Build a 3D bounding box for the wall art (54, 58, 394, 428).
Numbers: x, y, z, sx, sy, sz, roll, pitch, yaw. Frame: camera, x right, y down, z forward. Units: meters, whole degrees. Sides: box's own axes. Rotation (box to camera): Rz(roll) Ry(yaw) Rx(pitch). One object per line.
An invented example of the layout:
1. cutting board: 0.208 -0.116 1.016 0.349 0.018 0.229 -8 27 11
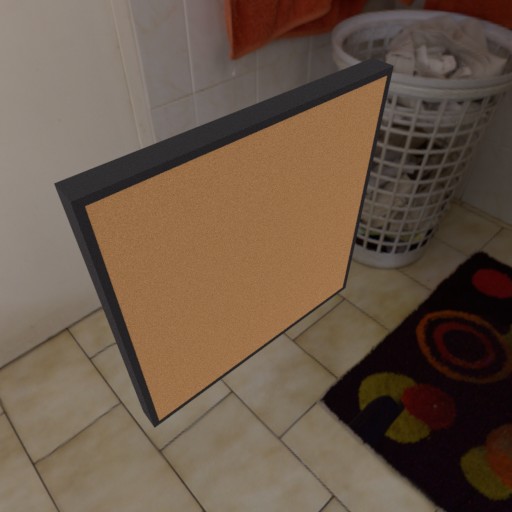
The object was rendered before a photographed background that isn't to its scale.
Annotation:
1. wall art: 0.000 0.000 0.739 0.509 0.509 0.040 -31 53 -27
